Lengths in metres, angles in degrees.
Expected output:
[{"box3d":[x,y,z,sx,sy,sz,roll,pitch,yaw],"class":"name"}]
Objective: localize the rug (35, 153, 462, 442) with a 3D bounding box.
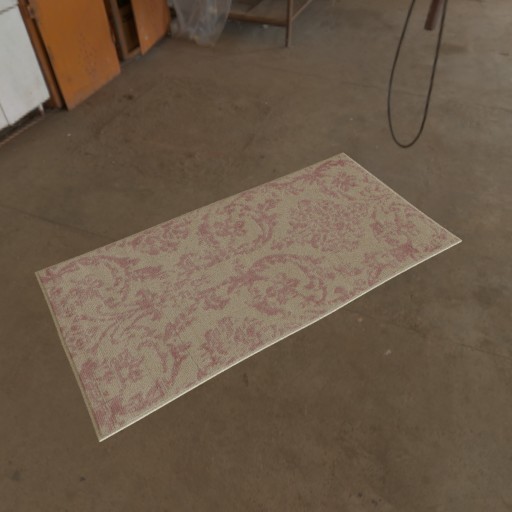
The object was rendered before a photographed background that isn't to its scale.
[{"box3d":[0.000,0.000,1.402,1.219,0.007,0.604,-25,51,-22],"class":"rug"}]
